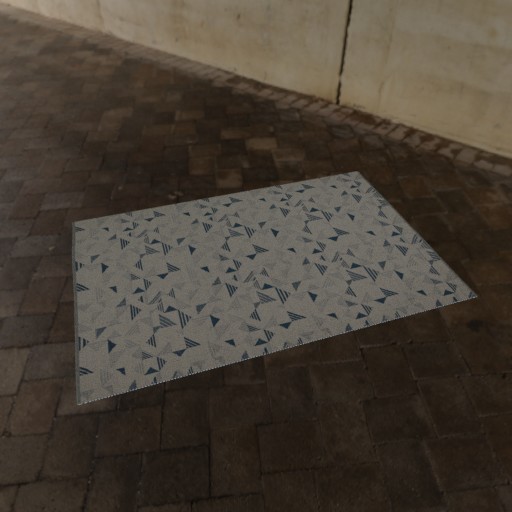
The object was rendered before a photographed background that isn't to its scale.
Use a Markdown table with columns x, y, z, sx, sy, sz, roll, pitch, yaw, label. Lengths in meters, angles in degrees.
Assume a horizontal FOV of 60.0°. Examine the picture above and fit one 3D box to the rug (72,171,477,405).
| x | y | z | sx | sy | sz | roll | pitch | yaw | label |
| --- | --- | --- | --- | --- | --- | --- | --- | --- | --- |
| 0.000 | 0.000 | 2.327 | 1.835 | 0.003 | 1.206 | -12 | 43 | -13 | rug |
